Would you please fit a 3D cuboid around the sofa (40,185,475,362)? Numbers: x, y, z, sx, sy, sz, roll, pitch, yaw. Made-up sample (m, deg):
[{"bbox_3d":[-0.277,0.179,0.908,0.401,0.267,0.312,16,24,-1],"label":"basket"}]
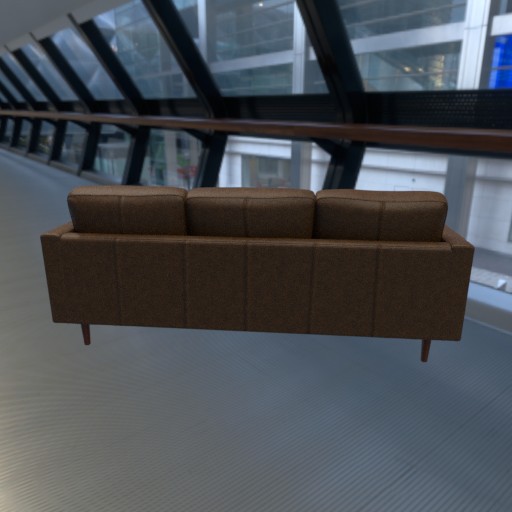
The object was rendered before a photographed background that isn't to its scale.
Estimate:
[{"bbox_3d":[0.000,0.000,2.747,2.231,0.930,0.903,2,17,5],"label":"sofa"}]
